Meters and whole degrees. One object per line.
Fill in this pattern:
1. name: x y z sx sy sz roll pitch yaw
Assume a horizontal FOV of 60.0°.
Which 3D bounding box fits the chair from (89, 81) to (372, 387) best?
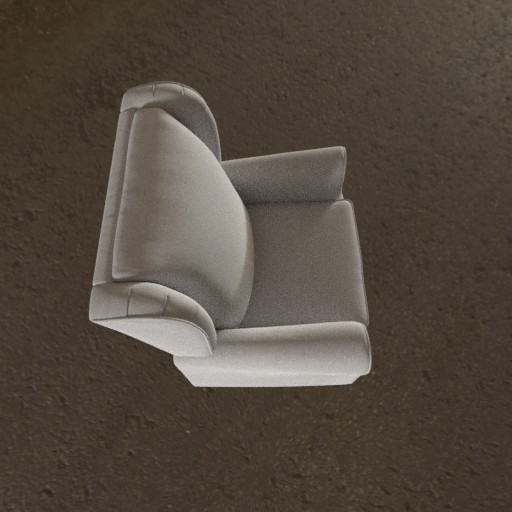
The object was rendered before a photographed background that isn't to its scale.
1. chair: 0.000 0.000 1.669 0.854 0.967 0.906 -1 64 0
